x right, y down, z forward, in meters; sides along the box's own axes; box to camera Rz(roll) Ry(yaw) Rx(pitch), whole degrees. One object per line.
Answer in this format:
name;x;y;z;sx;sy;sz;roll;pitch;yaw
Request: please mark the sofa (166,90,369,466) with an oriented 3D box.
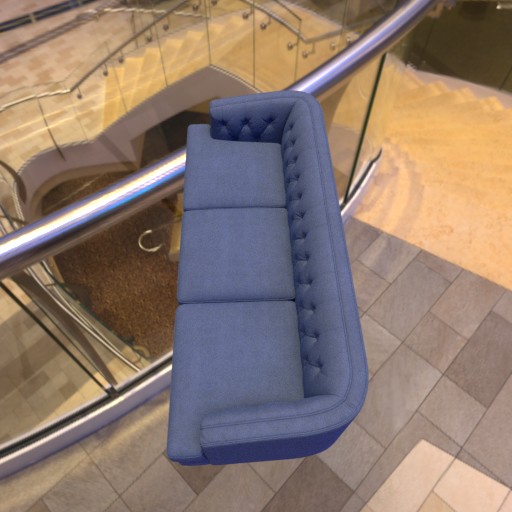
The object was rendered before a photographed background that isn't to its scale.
sofa;0.000;0.000;2.669;0.914;0.787;2.235;-2;57;-1
